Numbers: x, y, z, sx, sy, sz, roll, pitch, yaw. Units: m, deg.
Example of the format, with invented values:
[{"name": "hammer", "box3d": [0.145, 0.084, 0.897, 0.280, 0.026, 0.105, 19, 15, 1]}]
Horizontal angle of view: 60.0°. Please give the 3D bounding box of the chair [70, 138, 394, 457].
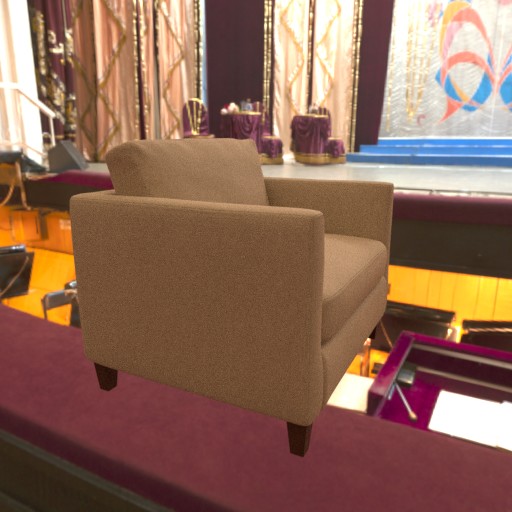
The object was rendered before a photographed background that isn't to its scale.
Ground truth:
[{"name": "chair", "box3d": [0.000, 0.000, 1.861, 0.959, 0.961, 1.107, 7, 16, 26]}]
